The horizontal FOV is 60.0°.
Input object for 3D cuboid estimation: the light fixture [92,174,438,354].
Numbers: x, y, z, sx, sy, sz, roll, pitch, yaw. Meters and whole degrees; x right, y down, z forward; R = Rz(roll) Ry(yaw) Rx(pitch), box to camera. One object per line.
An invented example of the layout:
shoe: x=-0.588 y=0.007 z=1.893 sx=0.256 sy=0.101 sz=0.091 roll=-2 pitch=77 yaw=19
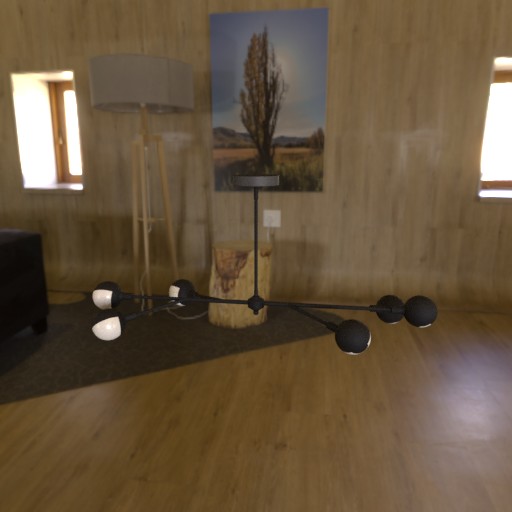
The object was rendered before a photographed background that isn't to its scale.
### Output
light fixture: x=0.000 y=0.000 z=1.008 sx=0.778 sy=0.362 sz=0.434 roll=6 pitch=15 yaw=24
